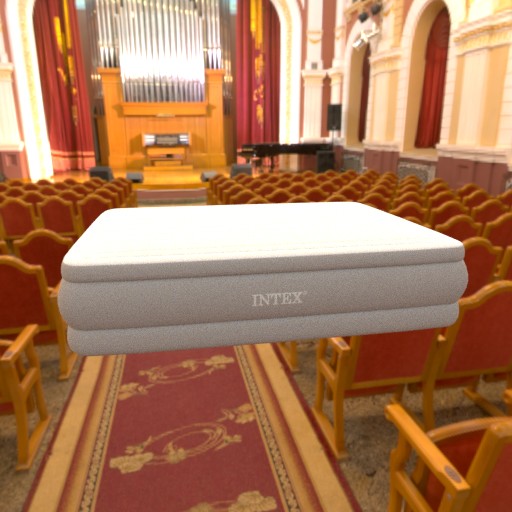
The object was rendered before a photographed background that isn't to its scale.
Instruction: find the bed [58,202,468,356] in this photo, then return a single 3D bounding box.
[{"bbox_3d":[0.000,0.000,2.733,2.036,0.460,1.520,-3,16,-10],"label":"bed"}]
